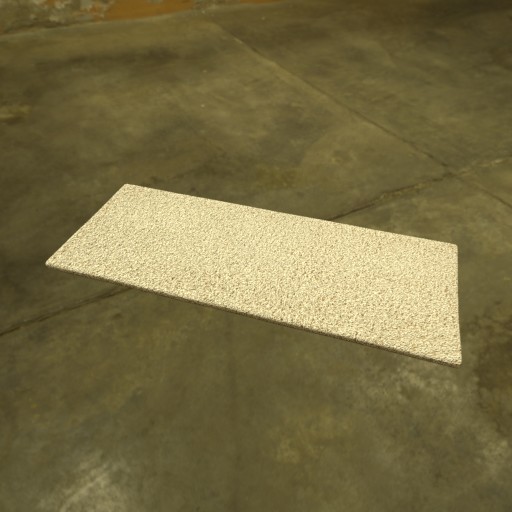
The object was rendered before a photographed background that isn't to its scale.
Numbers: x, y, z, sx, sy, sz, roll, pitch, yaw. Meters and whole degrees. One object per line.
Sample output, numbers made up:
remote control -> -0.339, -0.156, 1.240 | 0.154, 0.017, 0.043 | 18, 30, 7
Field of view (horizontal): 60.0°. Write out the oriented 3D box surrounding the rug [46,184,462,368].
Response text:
rug -> 0.000, 0.000, 1.758 | 1.524, 0.030, 0.609 | 12, 42, 13
